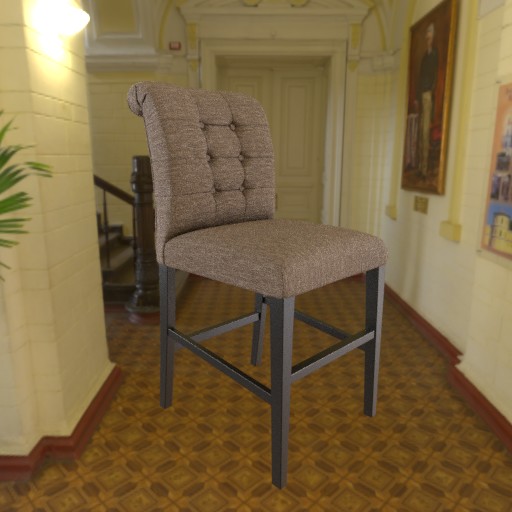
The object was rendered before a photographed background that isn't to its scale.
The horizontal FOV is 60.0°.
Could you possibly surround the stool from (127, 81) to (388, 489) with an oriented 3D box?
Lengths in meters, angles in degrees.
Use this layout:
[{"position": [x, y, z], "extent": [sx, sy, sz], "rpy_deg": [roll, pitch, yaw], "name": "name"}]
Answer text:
[{"position": [0.000, 0.000, 1.289], "extent": [0.611, 0.970, 0.457], "rpy_deg": [12, 18, 43], "name": "stool"}]
